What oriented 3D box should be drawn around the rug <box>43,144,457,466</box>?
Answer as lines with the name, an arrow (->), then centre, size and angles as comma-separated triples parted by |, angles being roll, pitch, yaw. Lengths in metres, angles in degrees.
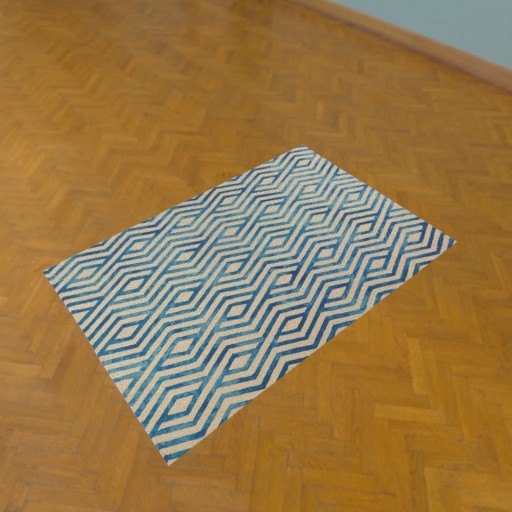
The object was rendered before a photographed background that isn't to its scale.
rug -> 0.000, 0.000, 2.344 | 1.830, 0.008, 1.225 | -31, 54, -26
